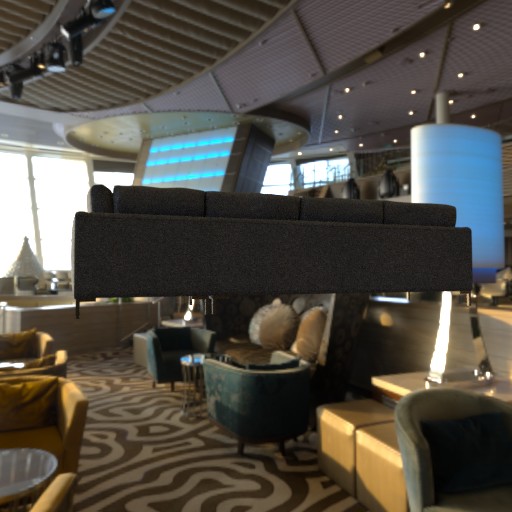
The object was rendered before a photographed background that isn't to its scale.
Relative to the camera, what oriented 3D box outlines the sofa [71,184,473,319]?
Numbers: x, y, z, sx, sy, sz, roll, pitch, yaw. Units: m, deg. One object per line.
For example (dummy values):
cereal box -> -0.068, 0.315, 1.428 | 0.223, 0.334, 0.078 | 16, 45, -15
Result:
sofa -> 0.000, 0.000, 3.928 | 2.949, 0.815, 2.007 | 1, -2, -19
